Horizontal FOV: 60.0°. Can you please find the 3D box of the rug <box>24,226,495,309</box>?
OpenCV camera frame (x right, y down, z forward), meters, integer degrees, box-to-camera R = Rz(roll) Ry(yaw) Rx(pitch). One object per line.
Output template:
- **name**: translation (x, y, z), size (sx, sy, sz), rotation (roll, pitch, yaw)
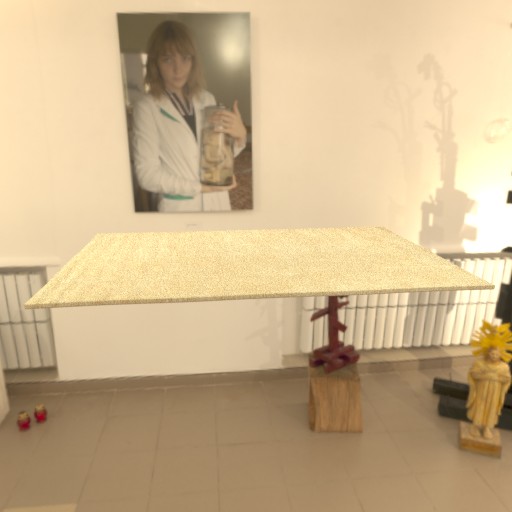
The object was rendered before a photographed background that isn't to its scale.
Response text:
- **rug**: translation (0.000, 0.000, 2.906), size (2.346, 0.025, 1.500), rotation (-2, 16, -6)
